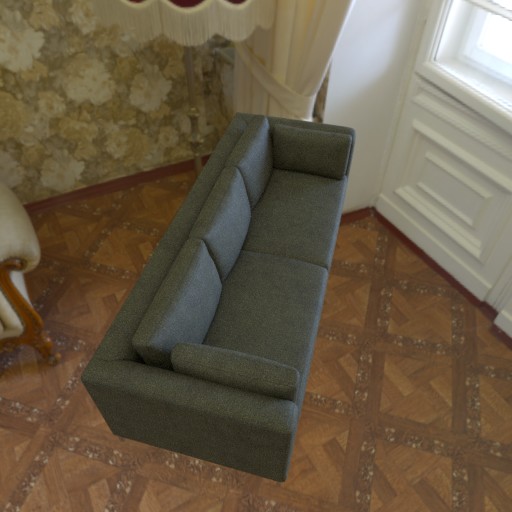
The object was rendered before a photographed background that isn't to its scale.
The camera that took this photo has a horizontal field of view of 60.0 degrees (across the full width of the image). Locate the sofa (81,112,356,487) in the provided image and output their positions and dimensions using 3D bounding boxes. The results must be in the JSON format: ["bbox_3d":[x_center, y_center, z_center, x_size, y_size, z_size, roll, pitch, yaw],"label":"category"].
[{"bbox_3d":[0.000,0.000,2.891,0.969,0.867,2.415,11,48,10],"label":"sofa"}]
